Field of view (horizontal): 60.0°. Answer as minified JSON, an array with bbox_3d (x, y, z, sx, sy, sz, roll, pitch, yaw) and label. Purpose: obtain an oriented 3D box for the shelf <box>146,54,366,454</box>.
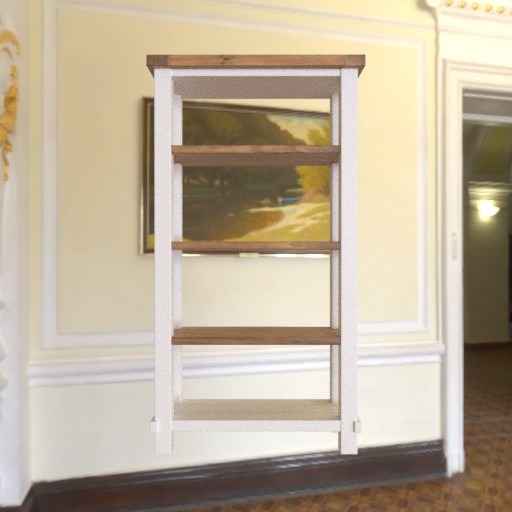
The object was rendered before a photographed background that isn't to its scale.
[{"bbox_3d":[0.000,0.000,2.257,1.022,1.878,0.381,0,0,0],"label":"shelf"}]
